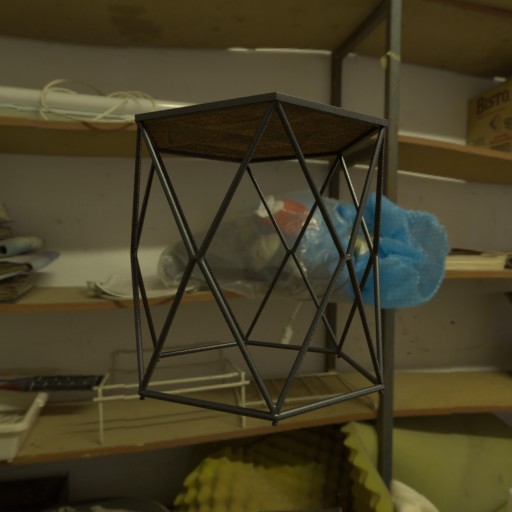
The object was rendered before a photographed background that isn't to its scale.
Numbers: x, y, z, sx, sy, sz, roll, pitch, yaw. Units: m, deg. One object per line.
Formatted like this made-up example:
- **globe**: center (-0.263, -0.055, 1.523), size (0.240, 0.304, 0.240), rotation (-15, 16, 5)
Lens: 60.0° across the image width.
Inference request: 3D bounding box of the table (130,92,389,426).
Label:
- **table**: center (0.000, 0.000, 1.038), size (0.578, 0.564, 0.579), rotation (-1, 2, -35)
